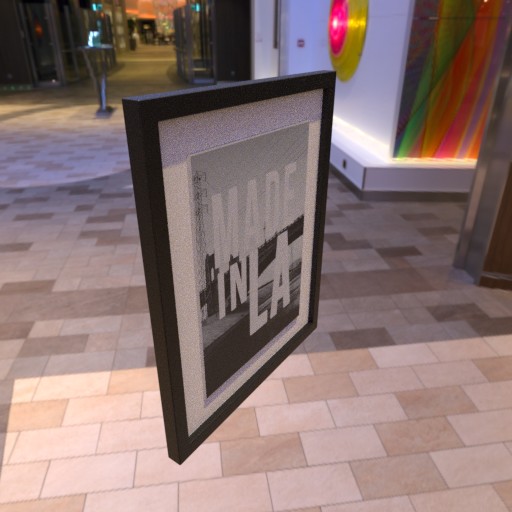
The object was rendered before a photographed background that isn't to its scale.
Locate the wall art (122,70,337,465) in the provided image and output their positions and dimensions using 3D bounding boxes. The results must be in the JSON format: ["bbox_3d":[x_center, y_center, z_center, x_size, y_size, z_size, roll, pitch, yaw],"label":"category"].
[{"bbox_3d":[0.000,0.000,0.757,0.028,0.559,0.457,18,32,31],"label":"wall art"}]
